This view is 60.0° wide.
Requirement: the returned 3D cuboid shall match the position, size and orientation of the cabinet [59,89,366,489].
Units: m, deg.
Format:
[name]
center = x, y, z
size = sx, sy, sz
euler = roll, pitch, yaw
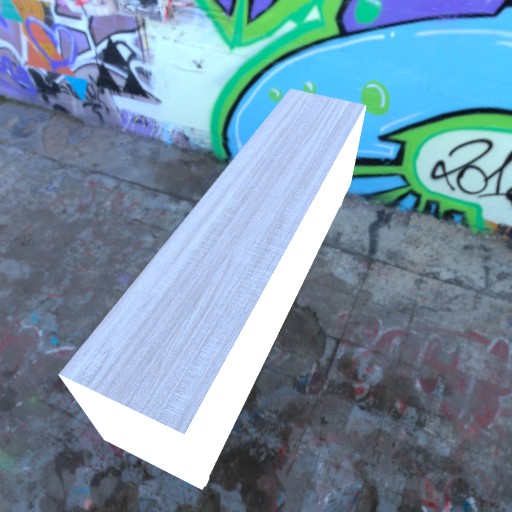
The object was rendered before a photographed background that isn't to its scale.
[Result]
[cabinet]
center = 0.000, 0.000, 2.417
size = 0.500, 0.780, 2.200
euler = 18, 51, 16
